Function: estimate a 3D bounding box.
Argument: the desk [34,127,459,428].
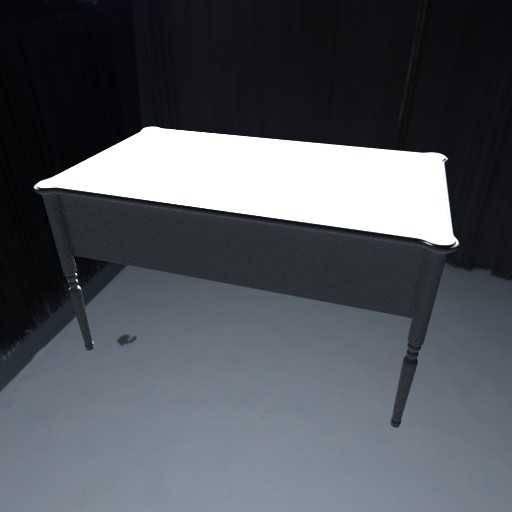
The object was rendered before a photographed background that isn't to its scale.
[{"bbox_3d":[0.000,0.000,1.847,1.380,0.762,0.807,9,32,15],"label":"desk"}]
